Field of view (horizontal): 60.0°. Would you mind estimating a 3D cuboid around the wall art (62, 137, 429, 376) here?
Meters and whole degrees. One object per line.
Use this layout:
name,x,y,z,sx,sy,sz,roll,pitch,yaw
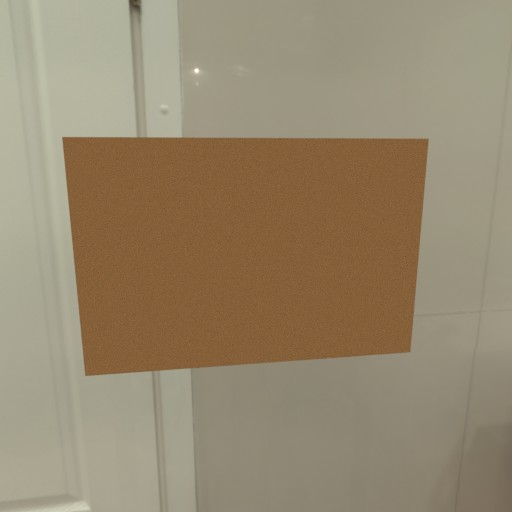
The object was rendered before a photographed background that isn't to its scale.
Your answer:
wall art,0.000,0.000,1.182,0.915,0.608,0.033,-2,13,-9
